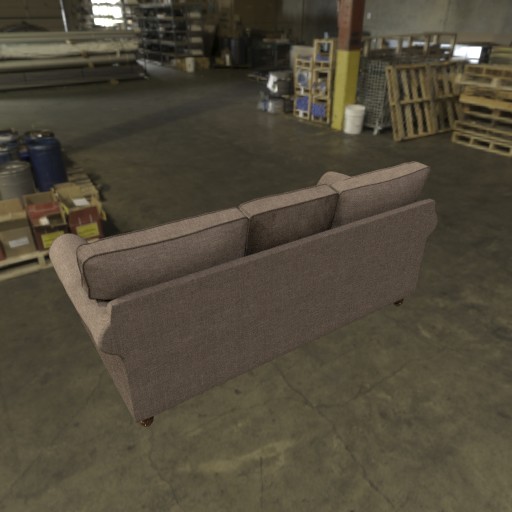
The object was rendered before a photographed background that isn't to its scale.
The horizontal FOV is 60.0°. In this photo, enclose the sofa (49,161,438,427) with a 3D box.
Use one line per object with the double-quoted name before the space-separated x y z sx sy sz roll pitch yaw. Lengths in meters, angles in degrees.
"sofa" 0.000 0.000 2.591 2.084 0.961 0.916 -18 34 -29
